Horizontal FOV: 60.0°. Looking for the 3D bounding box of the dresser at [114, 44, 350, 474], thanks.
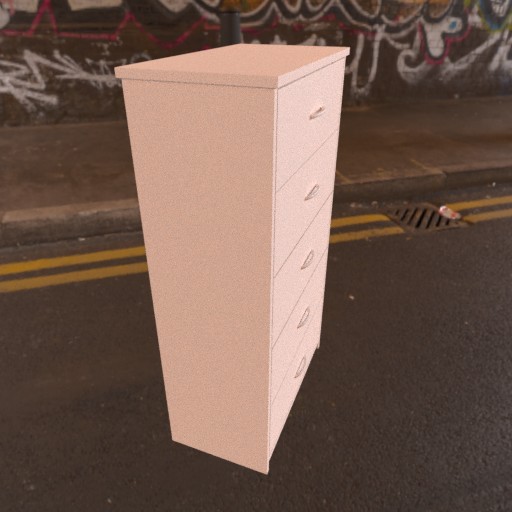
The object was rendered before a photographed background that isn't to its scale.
[{"bbox_3d":[0.000,0.000,1.516,0.399,1.255,0.704,11,32,19],"label":"dresser"}]
